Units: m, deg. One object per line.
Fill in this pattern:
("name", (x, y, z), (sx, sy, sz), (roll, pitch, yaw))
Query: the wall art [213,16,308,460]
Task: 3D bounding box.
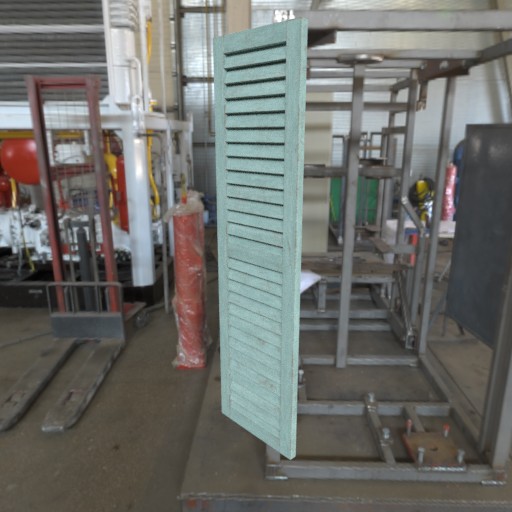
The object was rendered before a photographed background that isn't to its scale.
("wall art", (0.000, 0.000, 1.310), (0.025, 1.219, 0.329), (-14, 21, -42))
